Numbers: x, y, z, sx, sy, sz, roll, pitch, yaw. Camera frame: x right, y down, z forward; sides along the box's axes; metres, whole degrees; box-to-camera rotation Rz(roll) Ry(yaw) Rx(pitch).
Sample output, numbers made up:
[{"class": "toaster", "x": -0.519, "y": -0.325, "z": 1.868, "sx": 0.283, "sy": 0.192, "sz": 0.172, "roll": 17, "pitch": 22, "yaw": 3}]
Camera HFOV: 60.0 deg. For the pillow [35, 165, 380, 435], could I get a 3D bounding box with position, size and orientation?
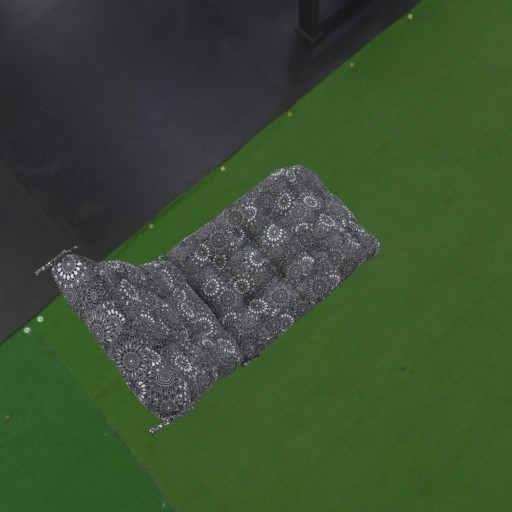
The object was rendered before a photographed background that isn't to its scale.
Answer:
[{"class": "pillow", "x": 0.000, "y": 0.000, "z": 1.504, "sx": 1.016, "sy": 0.863, "sz": 0.526, "roll": -39, "pitch": 79, "yaw": -9}]
